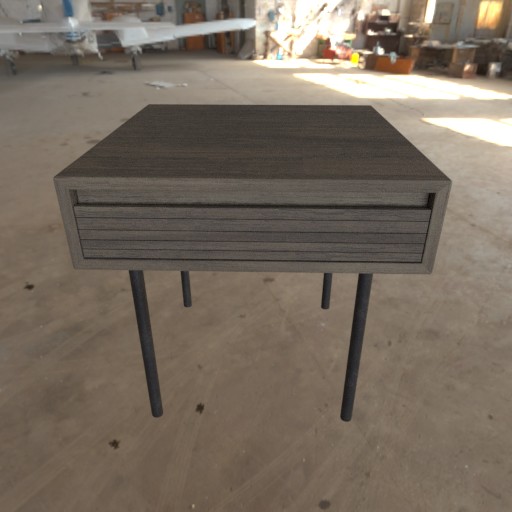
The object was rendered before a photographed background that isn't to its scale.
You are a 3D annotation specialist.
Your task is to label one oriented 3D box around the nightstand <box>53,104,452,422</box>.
[{"bbox_3d":[0.000,0.000,0.892,0.502,0.497,0.503,1,29,1],"label":"nightstand"}]
